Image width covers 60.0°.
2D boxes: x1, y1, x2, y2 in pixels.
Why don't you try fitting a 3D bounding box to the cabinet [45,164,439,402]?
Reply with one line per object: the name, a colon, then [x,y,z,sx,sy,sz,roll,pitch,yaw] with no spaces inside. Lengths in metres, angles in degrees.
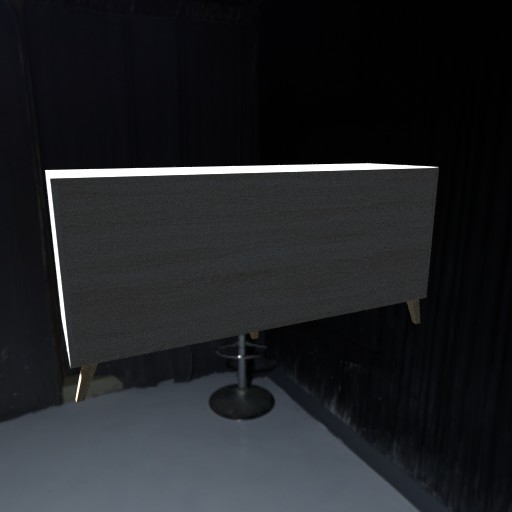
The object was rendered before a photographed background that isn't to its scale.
cabinet: [0.000,0.000,2.018,1.649,0.780,0.500,-7,15,-25]
